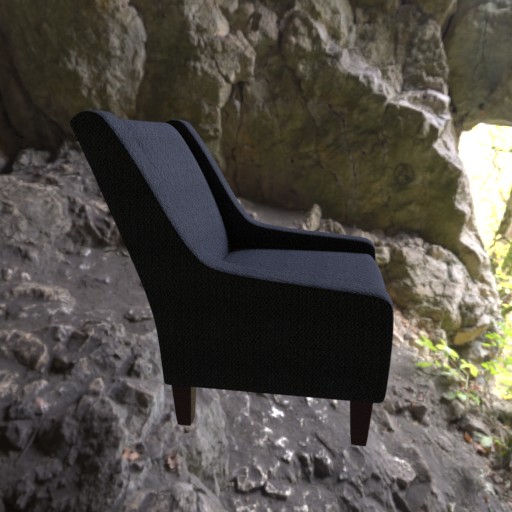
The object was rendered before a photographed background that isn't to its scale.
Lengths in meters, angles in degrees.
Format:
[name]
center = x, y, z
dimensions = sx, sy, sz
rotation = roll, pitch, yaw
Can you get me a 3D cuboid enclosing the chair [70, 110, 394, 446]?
[chair]
center = 0.000, 0.000, 1.663
dimensions = 0.944, 1.012, 0.793
rotation = 3, 15, 10
